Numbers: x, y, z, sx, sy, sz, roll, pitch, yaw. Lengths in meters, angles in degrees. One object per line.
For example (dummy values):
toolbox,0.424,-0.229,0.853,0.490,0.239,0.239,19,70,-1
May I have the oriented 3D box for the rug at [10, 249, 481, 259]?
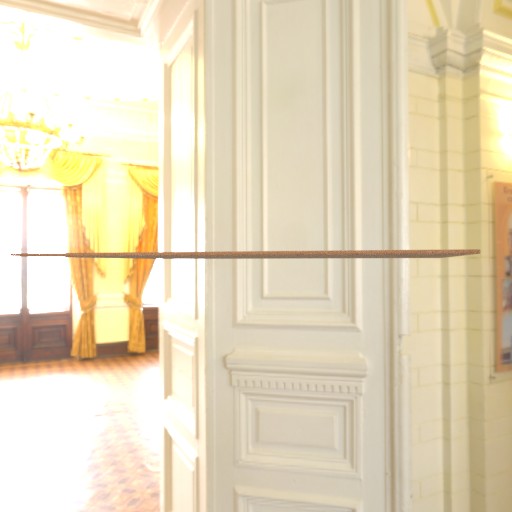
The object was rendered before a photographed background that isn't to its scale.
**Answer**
rug,0.000,0.000,2.207,1.829,0.014,1.219,0,-1,17
